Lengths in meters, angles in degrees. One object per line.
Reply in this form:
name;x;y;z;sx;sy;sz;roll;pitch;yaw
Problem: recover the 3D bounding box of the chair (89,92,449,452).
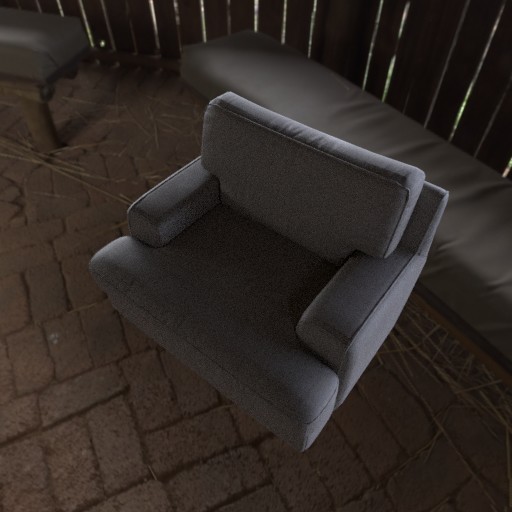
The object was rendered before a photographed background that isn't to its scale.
chair;0.000;0.000;2.019;1.270;0.974;1.043;30;55;24
